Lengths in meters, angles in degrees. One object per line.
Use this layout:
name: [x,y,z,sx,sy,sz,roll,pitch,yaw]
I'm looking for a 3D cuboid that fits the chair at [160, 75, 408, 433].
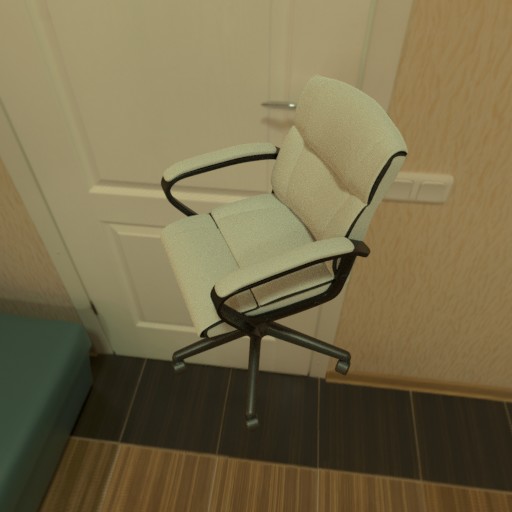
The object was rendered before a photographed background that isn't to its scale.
chair: [0.000,0.000,1.491,0.717,1.004,0.739,-17,49,-15]
